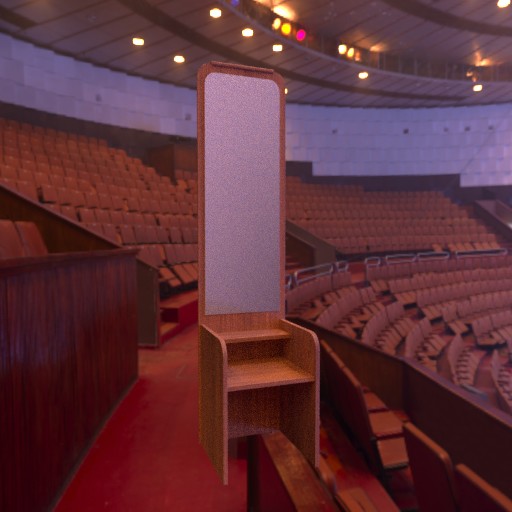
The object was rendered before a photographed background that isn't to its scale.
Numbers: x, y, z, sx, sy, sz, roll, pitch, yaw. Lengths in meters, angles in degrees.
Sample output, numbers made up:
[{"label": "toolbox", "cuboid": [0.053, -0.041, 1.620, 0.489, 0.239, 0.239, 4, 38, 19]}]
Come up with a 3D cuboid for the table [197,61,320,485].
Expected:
[{"label": "table", "cuboid": [0.000, 0.000, 2.009, 0.450, 1.830, 0.420, -1, 2, -20]}]
